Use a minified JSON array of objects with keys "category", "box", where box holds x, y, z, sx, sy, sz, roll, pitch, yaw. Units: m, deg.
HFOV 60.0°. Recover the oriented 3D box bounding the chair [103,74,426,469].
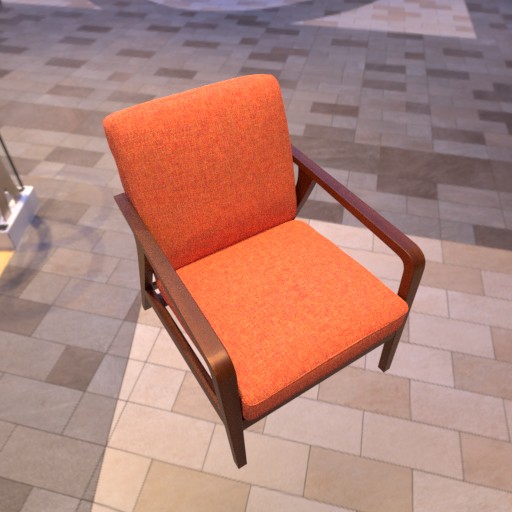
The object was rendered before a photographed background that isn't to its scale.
[{"category":"chair","box":[0.000,0.000,1.489,0.719,0.890,0.860,-25,50,-23]}]
